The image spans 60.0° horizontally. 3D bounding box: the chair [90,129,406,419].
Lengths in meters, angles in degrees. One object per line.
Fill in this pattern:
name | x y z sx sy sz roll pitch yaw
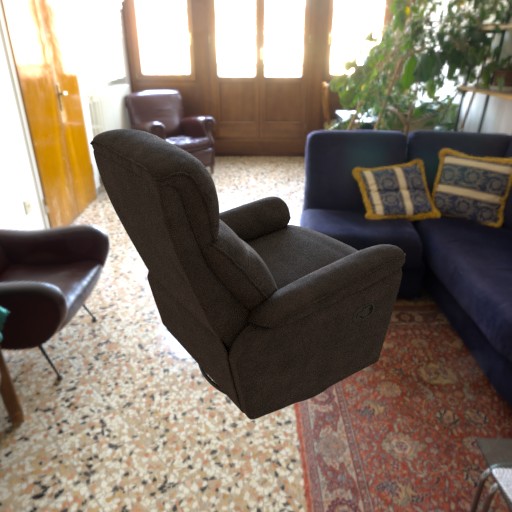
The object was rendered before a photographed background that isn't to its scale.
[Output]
chair | 0.000 0.000 1.759 1.009 1.035 0.830 -17 31 -31
